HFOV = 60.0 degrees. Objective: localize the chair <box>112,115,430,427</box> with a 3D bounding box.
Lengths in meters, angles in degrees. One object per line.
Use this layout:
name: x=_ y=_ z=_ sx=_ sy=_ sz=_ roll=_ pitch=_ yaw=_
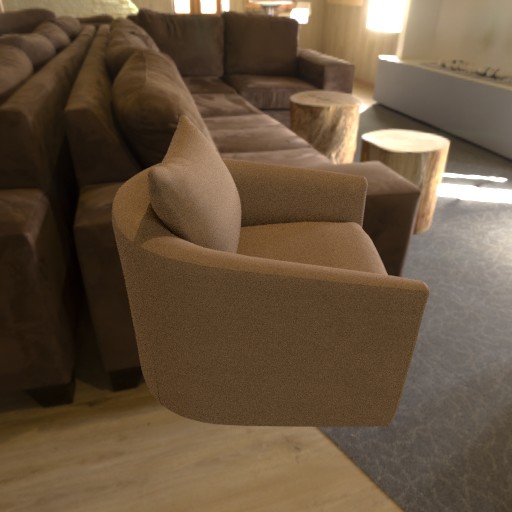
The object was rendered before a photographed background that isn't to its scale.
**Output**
chair: x=0.000 y=0.000 z=1.564 sx=0.910 sy=0.848 sz=0.845 roll=0 pitch=31 yaw=0
